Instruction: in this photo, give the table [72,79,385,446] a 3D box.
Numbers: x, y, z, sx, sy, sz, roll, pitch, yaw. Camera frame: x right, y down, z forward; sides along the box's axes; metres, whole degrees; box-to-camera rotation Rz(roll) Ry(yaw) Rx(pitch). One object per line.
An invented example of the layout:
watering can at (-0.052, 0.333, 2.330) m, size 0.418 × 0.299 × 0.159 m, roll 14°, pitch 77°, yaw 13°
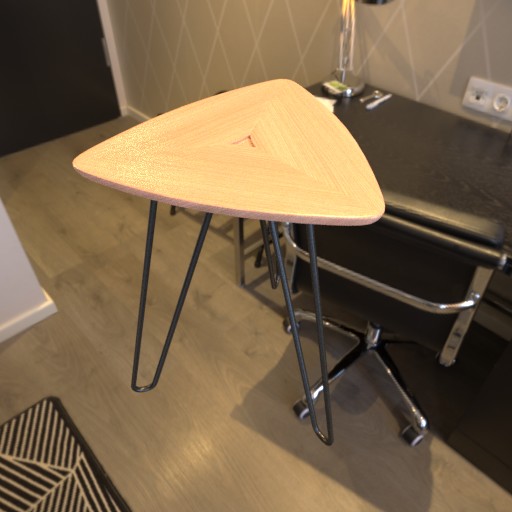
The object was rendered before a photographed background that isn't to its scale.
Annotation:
table at (0.000, 0.000, 0.893) m, size 0.442 × 0.564 × 0.455 m, roll 11°, pitch 43°, yaw 12°
